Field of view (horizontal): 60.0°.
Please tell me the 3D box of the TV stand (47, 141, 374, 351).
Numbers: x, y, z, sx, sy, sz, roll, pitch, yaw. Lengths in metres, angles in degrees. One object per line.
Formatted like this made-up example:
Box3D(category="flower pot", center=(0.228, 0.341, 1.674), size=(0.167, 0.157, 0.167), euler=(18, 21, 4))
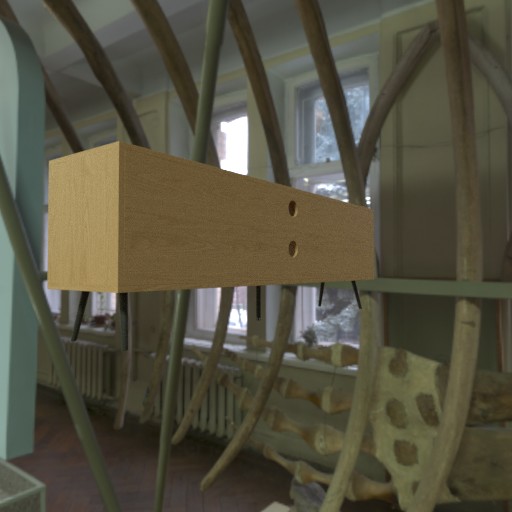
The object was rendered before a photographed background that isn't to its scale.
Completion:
Box3D(category="TV stand", center=(0.000, 0.000, 2.018), size=(0.400, 0.580, 1.760), euler=(-1, -2, 37))
